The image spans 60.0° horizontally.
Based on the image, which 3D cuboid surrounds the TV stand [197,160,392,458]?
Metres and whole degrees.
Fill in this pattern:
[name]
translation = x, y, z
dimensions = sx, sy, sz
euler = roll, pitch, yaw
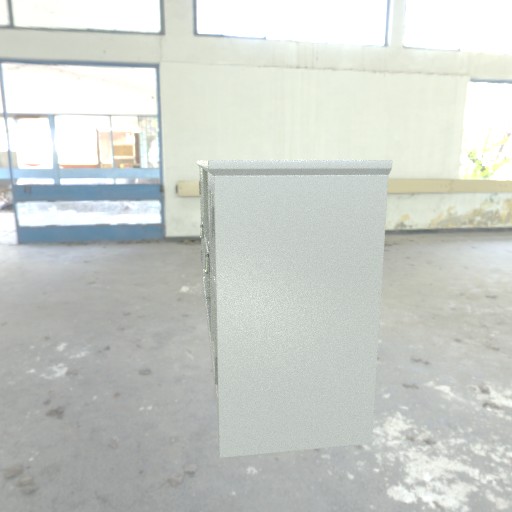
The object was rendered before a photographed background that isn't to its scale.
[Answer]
[TV stand]
translation = 0.000, 0.000, 1.431
dimensions = 0.344, 0.603, 1.167
euler = -2, 12, -8
